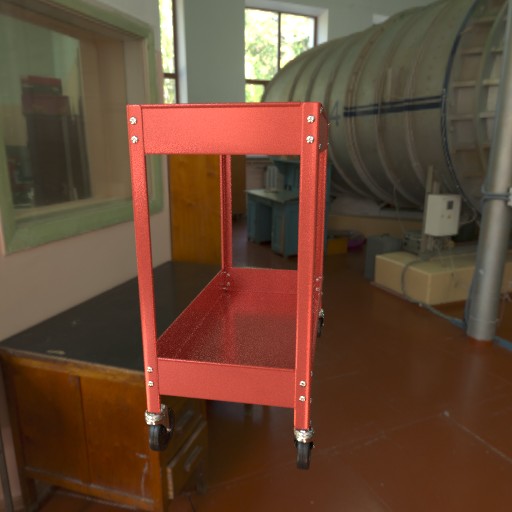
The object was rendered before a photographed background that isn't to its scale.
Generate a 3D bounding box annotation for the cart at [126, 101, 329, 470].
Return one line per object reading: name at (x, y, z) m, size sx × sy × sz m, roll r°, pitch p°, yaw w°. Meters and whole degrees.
cart at (0.000, 0.000, 1.191) m, size 0.366 × 0.719 × 0.779 m, roll 3°, pitch 15°, yaw 10°
